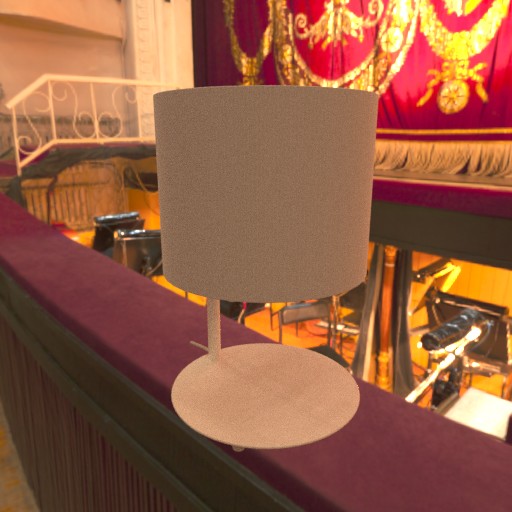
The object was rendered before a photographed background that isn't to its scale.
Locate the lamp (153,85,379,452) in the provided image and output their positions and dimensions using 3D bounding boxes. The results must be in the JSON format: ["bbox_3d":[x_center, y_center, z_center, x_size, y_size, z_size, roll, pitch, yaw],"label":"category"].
[{"bbox_3d":[0.000,0.000,0.675,0.341,0.454,0.299,15,21,43],"label":"lamp"}]
